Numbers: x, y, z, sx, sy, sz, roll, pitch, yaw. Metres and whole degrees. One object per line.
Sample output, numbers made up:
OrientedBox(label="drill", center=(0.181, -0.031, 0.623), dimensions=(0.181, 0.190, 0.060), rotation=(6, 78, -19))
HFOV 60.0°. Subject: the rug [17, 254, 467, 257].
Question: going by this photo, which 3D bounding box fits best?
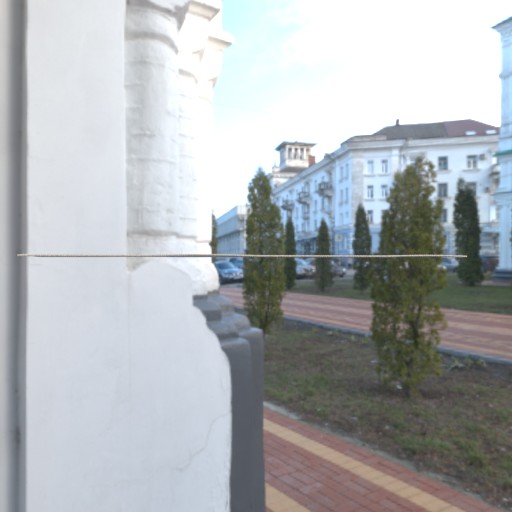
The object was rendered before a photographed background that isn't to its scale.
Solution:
OrientedBox(label="rug", center=(0.000, 0.000, 2.668), dimensions=(2.439, 0.013, 0.762), rotation=(0, 0, -18))
